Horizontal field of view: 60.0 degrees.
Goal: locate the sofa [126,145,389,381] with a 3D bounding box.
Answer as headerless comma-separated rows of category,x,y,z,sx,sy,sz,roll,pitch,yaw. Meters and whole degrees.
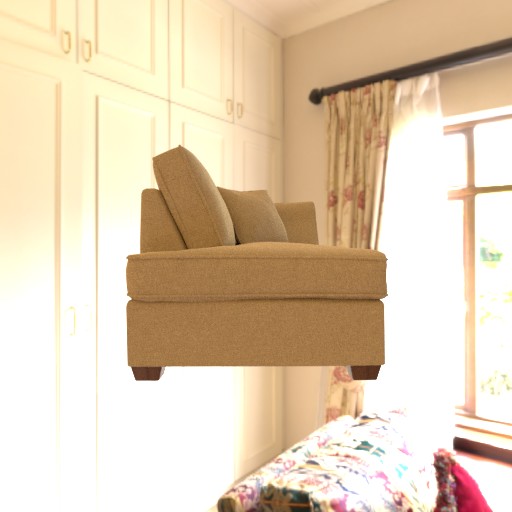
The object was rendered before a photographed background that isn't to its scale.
sofa,0.000,0.000,2.889,1.110,1.033,2.237,0,0,0
